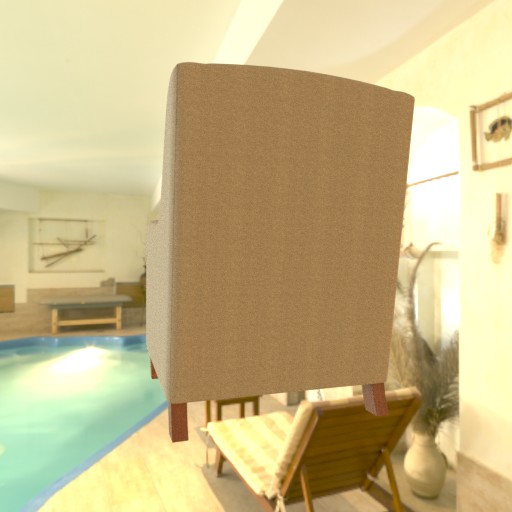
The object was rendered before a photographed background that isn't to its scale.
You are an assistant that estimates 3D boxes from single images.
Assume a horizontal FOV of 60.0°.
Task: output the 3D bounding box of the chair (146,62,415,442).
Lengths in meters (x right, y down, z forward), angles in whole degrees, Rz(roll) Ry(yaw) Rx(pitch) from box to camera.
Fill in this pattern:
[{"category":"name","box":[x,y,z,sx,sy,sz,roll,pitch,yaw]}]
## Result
[{"category":"chair","box":[0.000,0.000,1.608,0.715,1.017,0.890,0,-1,-18]}]
